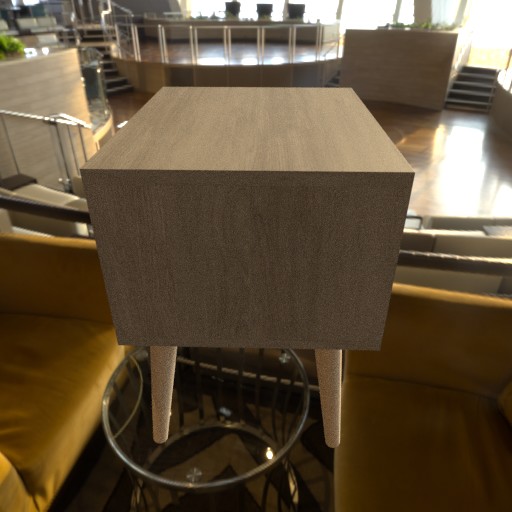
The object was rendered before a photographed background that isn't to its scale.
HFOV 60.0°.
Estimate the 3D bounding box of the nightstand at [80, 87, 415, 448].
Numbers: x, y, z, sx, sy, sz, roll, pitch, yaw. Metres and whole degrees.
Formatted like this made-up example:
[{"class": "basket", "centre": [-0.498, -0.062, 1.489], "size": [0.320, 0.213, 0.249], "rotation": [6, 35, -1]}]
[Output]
[{"class": "nightstand", "centre": [0.000, 0.000, 0.811], "size": [0.380, 0.500, 0.450], "rotation": [1, 32, 1]}]
